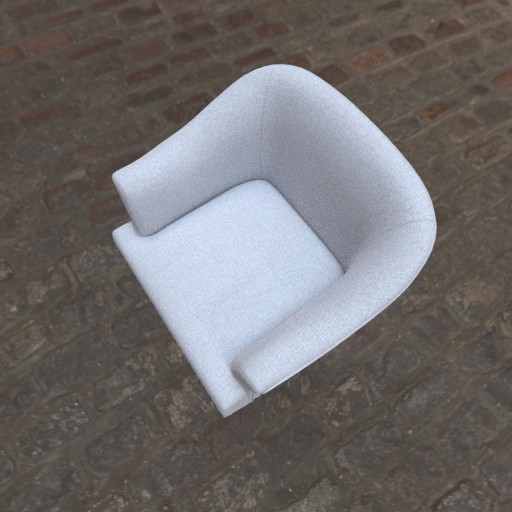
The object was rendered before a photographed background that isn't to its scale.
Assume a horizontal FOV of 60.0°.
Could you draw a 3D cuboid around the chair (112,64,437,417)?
[{"bbox_3d":[0.000,0.000,1.417,0.704,0.815,0.798,-32,68,-15],"label":"chair"}]
